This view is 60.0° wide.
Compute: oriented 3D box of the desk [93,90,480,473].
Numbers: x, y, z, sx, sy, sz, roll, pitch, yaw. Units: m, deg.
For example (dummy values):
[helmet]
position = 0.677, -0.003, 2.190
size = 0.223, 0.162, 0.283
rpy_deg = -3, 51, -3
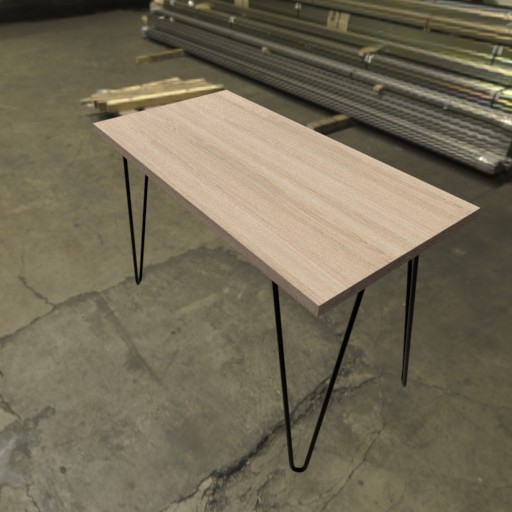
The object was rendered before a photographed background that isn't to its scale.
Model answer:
[desk]
position = 0.000, 0.000, 1.381
size = 0.499, 0.660, 0.991
rpy_deg = -26, 46, -28
